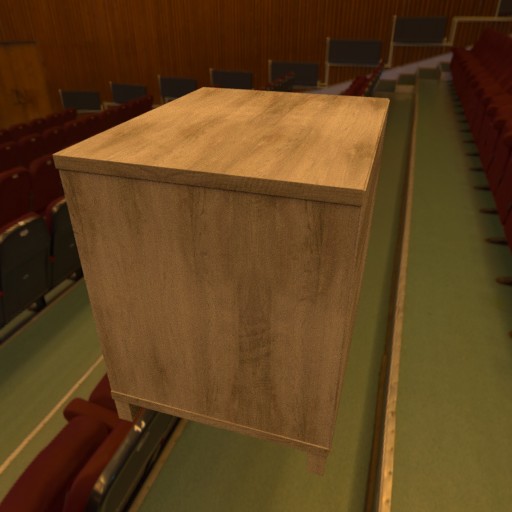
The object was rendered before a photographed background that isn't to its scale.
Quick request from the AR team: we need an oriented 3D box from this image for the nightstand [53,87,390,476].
[{"bbox_3d":[0.000,0.000,0.744,0.347,0.448,0.427,9,32,15],"label":"nightstand"}]
